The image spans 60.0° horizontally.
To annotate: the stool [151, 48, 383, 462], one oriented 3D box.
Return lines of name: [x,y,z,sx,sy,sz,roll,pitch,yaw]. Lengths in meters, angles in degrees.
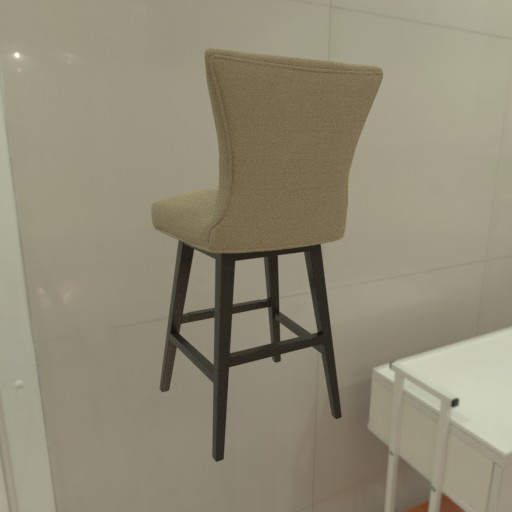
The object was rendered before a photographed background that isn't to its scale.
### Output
stool: [0.000,0.000,1.394,0.514,1.086,0.574,-7,16,-27]
